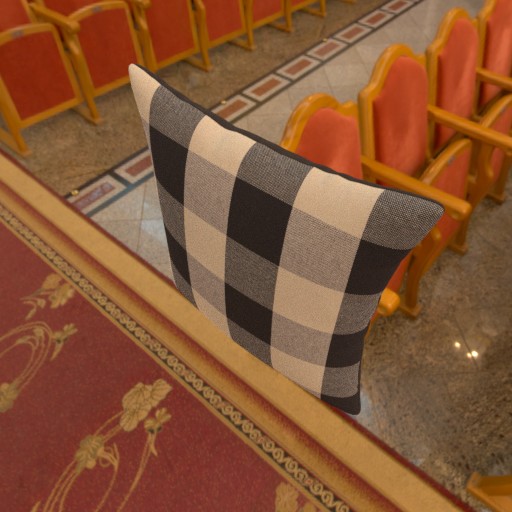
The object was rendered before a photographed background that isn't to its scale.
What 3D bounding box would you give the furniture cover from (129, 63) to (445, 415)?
[{"bbox_3d":[0.000,0.000,0.750,0.511,0.509,0.161,33,55,26],"label":"furniture cover"}]
